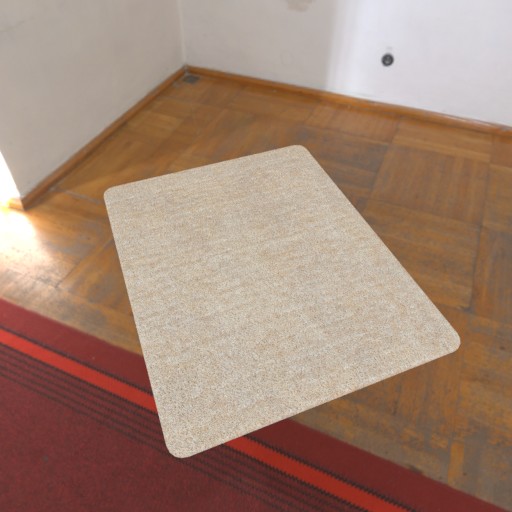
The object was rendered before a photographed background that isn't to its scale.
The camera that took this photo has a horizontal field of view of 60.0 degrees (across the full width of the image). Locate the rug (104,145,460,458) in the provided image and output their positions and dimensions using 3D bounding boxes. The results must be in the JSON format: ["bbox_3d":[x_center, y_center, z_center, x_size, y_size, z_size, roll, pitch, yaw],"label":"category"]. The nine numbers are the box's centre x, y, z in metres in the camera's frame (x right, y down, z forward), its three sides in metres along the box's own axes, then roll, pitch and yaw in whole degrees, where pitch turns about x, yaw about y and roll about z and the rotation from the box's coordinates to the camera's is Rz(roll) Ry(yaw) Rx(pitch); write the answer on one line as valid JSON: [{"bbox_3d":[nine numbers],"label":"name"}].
[{"bbox_3d":[0.000,0.000,3.485,2.009,0.048,2.528,-16,50,-14],"label":"rug"}]
